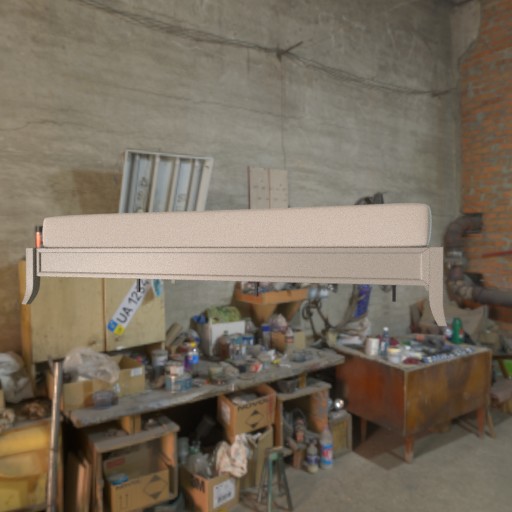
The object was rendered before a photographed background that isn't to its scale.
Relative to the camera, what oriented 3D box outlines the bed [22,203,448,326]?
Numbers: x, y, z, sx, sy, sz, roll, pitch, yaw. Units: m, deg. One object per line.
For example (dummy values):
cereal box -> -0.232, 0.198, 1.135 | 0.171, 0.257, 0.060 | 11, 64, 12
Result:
bed -> 0.000, 0.000, 2.786 | 2.108, 0.510, 1.604 | 0, 1, 19
